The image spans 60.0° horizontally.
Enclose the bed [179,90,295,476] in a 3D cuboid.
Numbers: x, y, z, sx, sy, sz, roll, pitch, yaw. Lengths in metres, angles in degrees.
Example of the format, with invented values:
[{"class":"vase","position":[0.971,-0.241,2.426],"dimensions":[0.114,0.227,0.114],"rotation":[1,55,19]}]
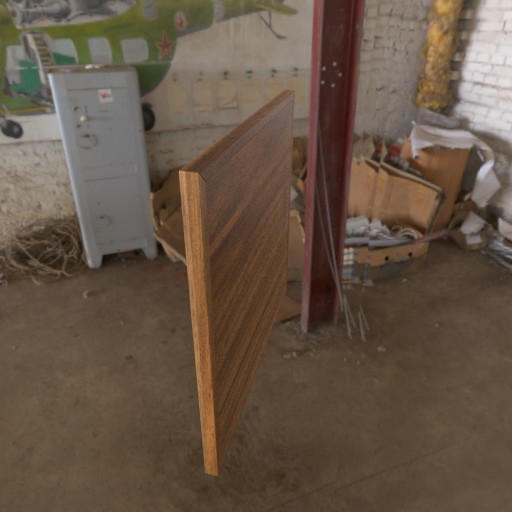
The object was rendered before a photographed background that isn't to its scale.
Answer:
[{"class":"bed","position":[0.000,0.000,1.539],"dimensions":[0.043,0.940,1.041],"rotation":[7,30,13]}]
